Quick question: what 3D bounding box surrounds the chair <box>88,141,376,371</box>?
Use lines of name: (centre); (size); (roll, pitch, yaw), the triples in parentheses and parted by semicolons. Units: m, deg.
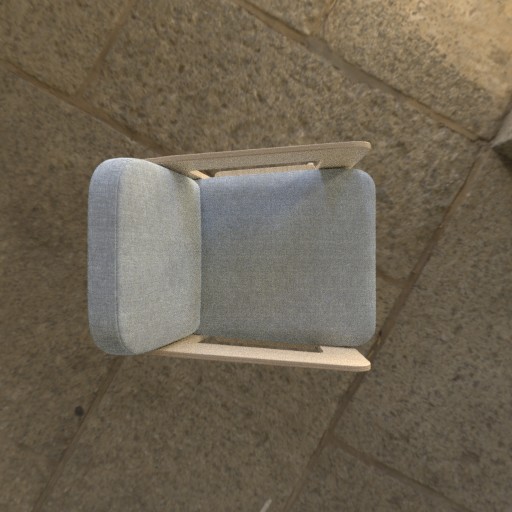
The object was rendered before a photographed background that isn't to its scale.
chair: (0.000, 0.000, 1.295); (0.710, 0.800, 0.590); (0, 90, -2)
